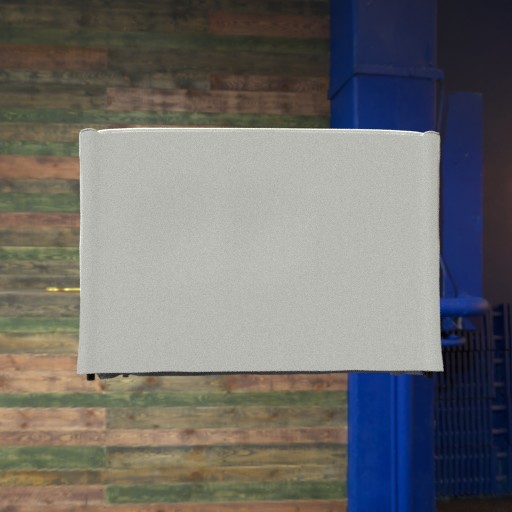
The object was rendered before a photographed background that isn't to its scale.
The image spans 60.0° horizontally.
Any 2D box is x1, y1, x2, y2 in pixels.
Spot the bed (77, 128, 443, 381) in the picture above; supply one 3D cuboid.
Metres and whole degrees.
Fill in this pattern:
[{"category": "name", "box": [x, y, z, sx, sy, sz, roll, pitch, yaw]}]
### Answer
[{"category": "bed", "box": [0.000, 0.000, 3.438, 1.925, 1.332, 2.276, 0, -1, -2]}]
